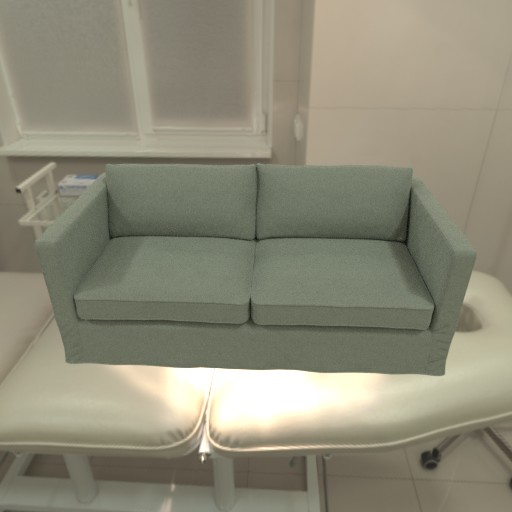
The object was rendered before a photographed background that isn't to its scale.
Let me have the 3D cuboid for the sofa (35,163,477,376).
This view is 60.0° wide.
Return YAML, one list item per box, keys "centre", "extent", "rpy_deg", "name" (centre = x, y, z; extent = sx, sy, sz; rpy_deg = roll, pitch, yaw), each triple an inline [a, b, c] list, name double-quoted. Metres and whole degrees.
- centre: [0.000, 0.000, 2.474]
  extent: [1.987, 0.870, 0.940]
  rpy_deg: [1, 31, 2]
  name: "sofa"
